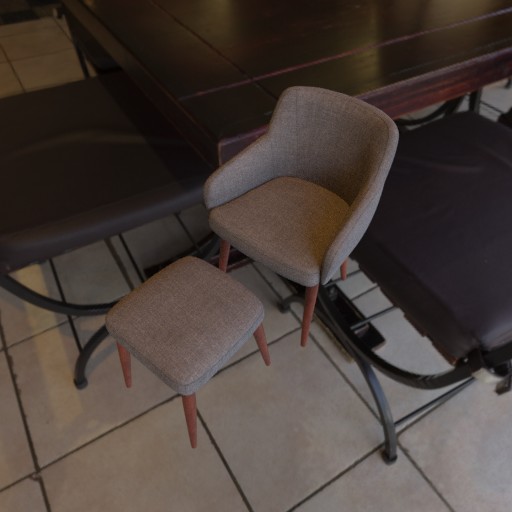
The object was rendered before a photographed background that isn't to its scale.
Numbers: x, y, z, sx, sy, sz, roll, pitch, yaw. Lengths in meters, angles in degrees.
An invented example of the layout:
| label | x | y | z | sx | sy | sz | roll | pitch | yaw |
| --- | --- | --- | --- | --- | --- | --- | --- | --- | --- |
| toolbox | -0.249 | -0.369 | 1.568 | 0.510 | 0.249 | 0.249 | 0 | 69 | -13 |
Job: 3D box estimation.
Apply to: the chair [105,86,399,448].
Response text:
| label | x | y | z | sx | sy | sz | roll | pitch | yaw |
| --- | --- | --- | --- | --- | --- | --- | --- | --- | --- |
| chair | 0.000 | 0.000 | 1.602 | 0.584 | 0.799 | 1.107 | 31 | 54 | 26 |
